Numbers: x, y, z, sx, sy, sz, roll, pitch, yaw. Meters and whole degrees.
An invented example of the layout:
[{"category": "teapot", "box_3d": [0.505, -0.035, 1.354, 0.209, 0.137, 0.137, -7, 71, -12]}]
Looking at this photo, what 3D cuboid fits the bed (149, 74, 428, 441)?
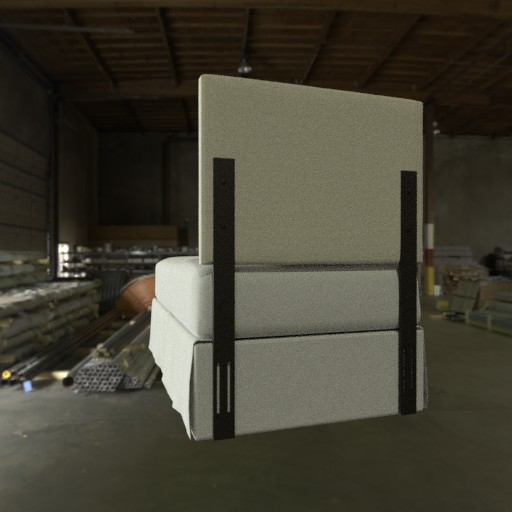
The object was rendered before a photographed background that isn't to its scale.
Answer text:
[{"category": "bed", "box_3d": [0.000, 0.000, 2.983, 1.261, 1.571, 1.997, 0, 0, -18]}]
